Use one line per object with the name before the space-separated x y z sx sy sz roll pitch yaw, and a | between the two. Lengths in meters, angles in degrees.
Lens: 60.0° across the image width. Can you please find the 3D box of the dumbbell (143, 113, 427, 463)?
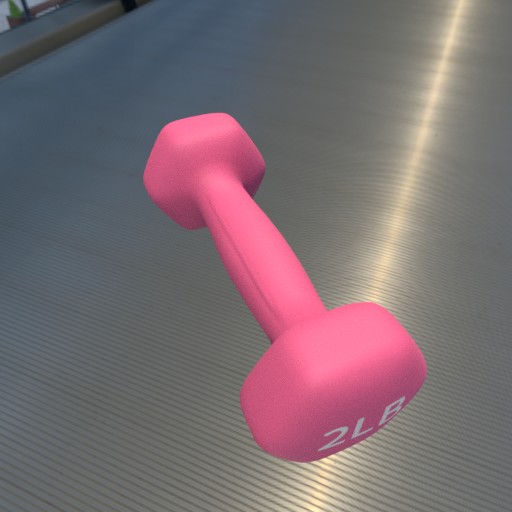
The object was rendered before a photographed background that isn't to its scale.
dumbbell | 0.000 0.000 0.170 0.058 0.053 0.146 -17 48 -16
